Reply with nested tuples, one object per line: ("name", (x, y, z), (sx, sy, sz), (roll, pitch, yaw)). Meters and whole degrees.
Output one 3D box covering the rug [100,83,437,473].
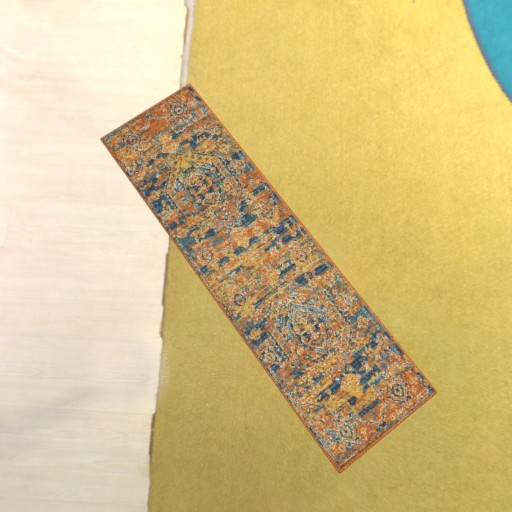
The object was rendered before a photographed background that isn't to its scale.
("rug", (0.000, 0.000, 2.462), (0.651, 0.016, 2.274), (-35, 78, -9))
